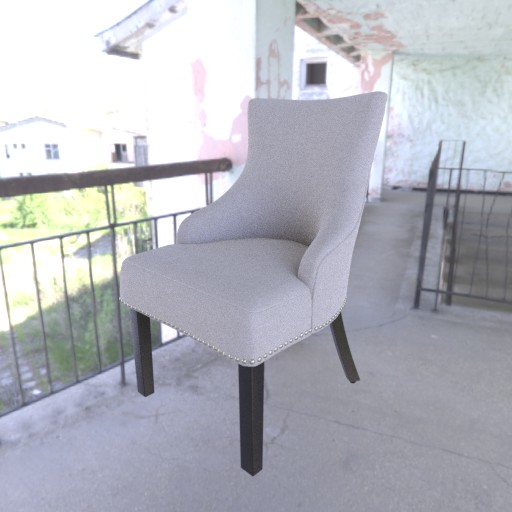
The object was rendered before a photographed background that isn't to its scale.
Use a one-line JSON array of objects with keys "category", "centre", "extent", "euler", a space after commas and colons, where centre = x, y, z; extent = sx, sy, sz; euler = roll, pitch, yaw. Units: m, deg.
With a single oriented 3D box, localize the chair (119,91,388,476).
[{"category": "chair", "centre": [0.000, 0.000, 1.300], "extent": [0.566, 0.909, 0.629], "euler": [15, 22, 42]}]
